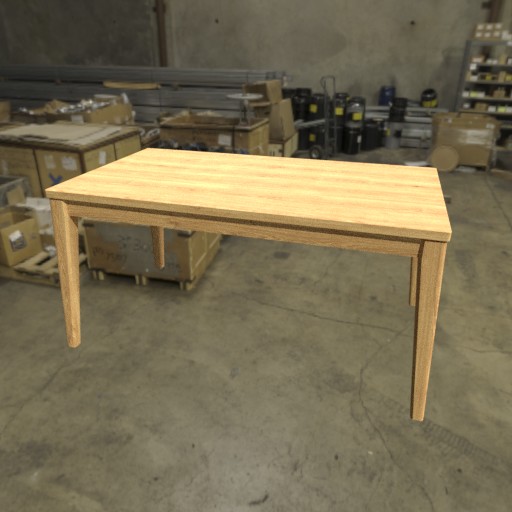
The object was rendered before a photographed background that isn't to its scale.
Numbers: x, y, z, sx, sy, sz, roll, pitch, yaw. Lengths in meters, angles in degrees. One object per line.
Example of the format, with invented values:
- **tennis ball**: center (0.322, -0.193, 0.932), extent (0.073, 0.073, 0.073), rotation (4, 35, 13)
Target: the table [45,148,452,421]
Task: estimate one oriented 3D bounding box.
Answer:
- **table**: center (0.000, 0.000, 2.115), extent (1.600, 0.760, 0.900), rotation (8, 27, 15)
